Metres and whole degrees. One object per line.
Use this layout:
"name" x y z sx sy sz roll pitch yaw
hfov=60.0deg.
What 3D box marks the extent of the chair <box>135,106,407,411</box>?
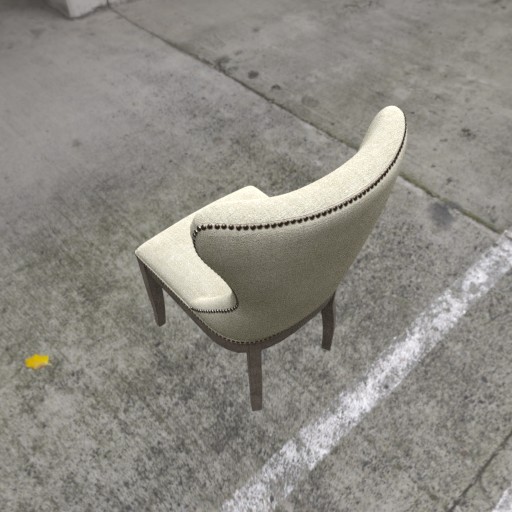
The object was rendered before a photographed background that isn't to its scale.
"chair" 0.000 0.000 1.443 0.654 1.002 0.681 -33 56 -26
